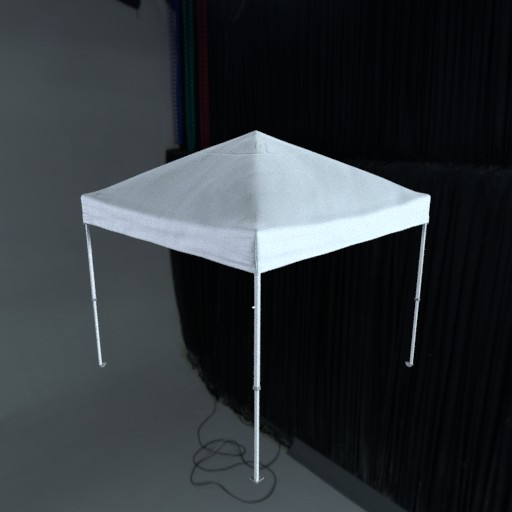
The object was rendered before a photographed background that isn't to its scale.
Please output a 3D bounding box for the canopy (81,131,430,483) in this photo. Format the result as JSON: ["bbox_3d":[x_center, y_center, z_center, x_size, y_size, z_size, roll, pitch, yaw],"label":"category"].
[{"bbox_3d":[0.000,0.000,5.508,2.998,2.997,2.996,15,21,43],"label":"canopy"}]
